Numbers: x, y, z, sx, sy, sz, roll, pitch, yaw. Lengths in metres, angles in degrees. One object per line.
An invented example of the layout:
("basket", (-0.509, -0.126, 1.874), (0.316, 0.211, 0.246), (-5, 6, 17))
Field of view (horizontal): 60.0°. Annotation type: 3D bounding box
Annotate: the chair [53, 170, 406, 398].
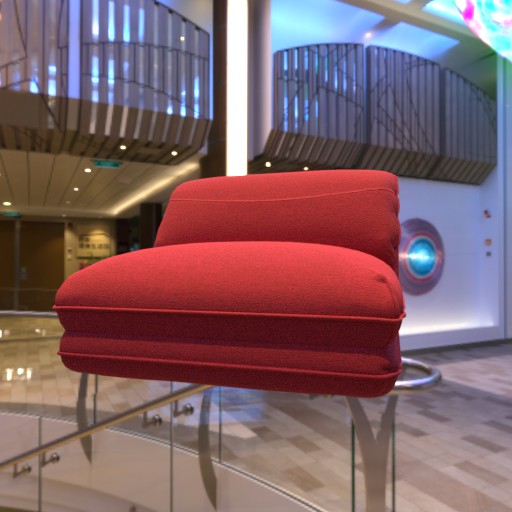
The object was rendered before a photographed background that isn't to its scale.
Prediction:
("chair", (0.000, 0.000, 1.295), (0.820, 0.580, 0.780), (0, -1, 17))
